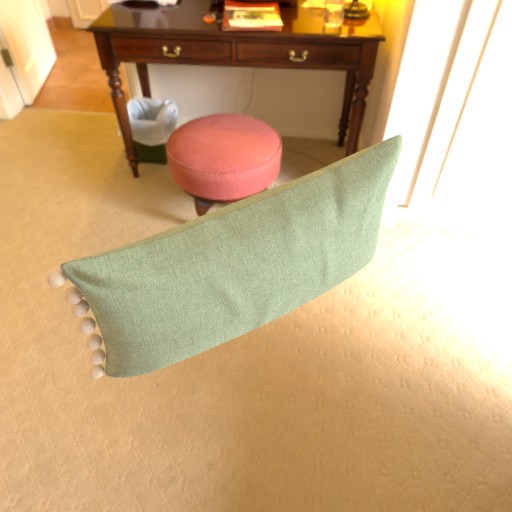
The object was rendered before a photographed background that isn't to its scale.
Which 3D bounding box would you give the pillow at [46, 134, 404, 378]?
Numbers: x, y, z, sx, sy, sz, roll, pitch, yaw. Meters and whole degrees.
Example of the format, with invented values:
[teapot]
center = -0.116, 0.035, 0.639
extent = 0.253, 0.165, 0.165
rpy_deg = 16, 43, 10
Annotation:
[pillow]
center = 0.000, 0.000, 0.846
extent = 0.709, 0.322, 0.201
rpy_deg = -23, 49, -21
